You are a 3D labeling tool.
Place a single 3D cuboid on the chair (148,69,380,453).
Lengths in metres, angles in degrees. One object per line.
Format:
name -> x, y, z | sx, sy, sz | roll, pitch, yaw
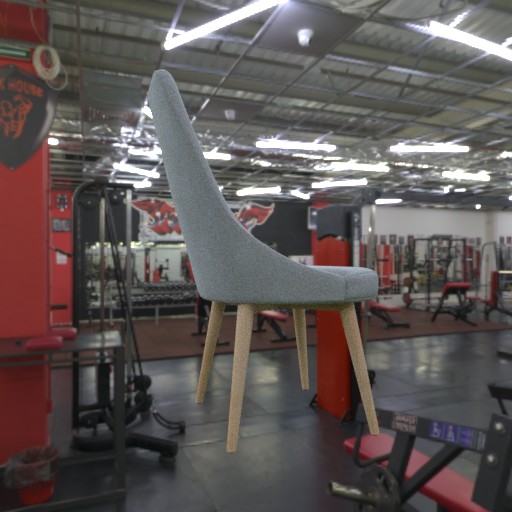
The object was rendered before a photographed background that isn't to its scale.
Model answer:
chair -> 0.000, 0.000, 1.412 | 0.660, 1.040, 0.510 | 0, 0, -19
